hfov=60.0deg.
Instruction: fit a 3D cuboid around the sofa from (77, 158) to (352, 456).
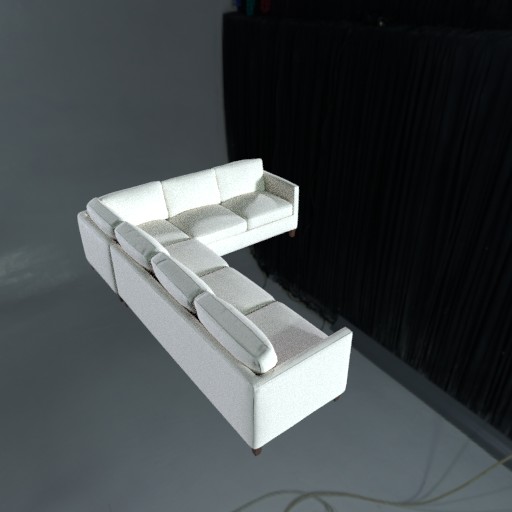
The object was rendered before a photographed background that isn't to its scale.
[{"bbox_3d":[0.000,0.000,4.632,2.593,0.947,3.302,-21,36,-32],"label":"sofa"}]
